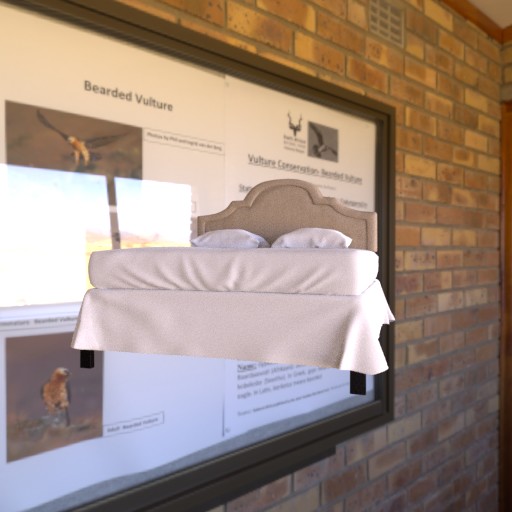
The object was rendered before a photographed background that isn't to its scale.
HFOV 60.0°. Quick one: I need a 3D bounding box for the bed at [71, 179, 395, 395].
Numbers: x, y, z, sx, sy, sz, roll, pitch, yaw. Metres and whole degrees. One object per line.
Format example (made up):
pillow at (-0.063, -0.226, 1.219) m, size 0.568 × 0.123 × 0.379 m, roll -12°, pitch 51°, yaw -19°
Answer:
bed at (0.000, 0.000, 3.870) m, size 2.303 × 1.631 × 2.222 m, roll 0°, pitch 0°, yaw 18°
